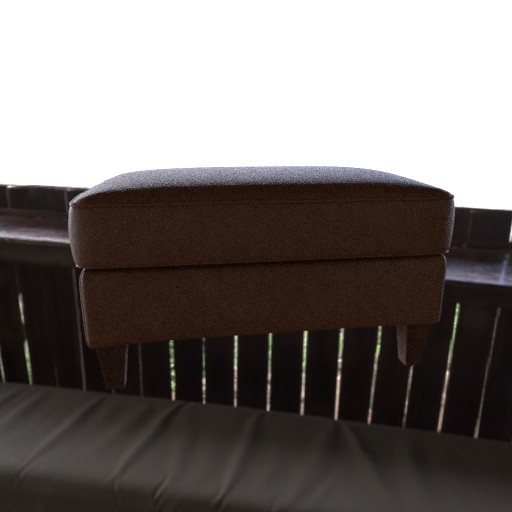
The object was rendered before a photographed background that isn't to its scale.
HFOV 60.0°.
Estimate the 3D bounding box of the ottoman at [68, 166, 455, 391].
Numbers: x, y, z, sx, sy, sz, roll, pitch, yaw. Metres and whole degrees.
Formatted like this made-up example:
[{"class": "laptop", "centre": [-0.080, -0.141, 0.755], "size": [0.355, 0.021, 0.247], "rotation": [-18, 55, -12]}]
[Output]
[{"class": "ottoman", "centre": [0.000, 0.000, 1.233], "size": [0.864, 0.483, 0.584], "rotation": [-2, 16, -8]}]
